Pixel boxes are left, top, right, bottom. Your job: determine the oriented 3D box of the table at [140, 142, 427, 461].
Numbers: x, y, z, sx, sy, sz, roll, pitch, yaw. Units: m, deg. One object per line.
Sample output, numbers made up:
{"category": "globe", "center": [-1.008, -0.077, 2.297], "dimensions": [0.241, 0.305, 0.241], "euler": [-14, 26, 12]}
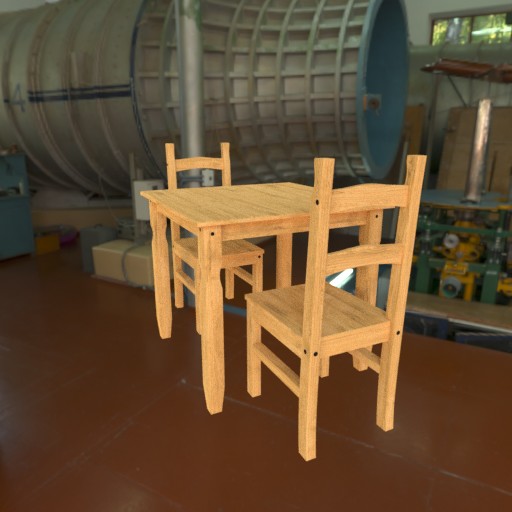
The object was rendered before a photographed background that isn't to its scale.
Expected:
{"category": "table", "center": [0.000, 0.000, 1.982], "dimensions": [0.813, 0.942, 1.501], "euler": [-8, 18, -25]}
